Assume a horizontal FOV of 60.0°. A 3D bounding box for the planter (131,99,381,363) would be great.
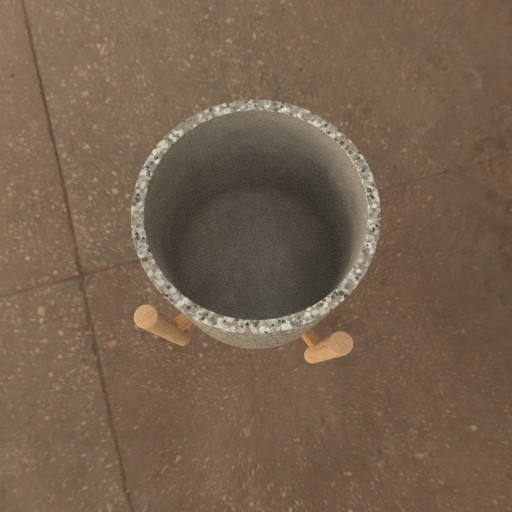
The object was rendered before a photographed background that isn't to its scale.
[{"bbox_3d":[0.000,0.000,0.548,0.284,0.320,0.284,-14,75,-4],"label":"planter"}]
